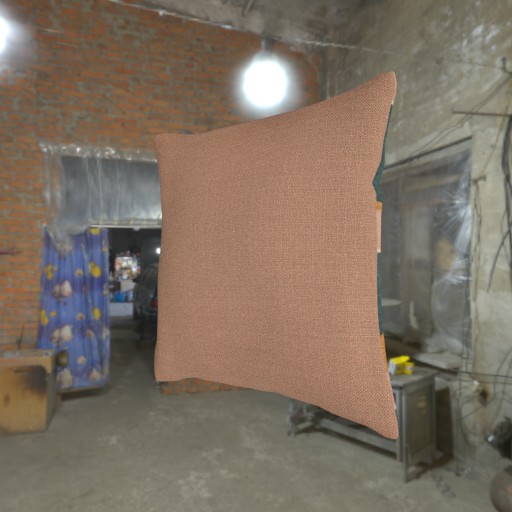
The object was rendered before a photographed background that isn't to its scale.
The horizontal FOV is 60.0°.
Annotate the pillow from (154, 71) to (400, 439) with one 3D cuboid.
[{"bbox_3d":[0.000,0.000,0.726,0.478,0.479,0.158,-1,-1,38],"label":"pillow"}]
